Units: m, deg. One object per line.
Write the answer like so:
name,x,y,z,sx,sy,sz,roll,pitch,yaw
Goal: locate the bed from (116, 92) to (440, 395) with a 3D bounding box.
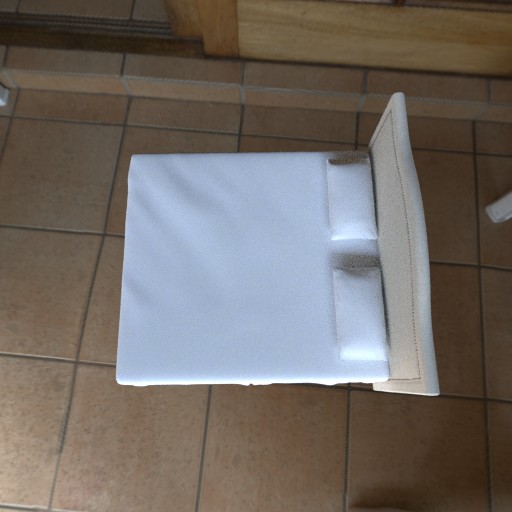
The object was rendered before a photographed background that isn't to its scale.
bed,0.000,0.000,3.482,2.182,1.421,2.083,-1,74,0
